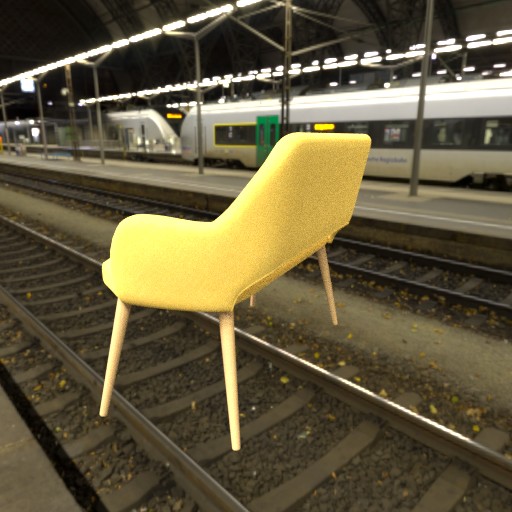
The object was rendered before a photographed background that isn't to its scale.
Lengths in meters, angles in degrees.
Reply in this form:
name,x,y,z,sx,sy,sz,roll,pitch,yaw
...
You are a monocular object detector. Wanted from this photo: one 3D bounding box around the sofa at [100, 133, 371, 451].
name,x,y,z,sx,sy,sz,roll,pitch,yaw
sofa,0.000,0.000,1.582,0.610,0.840,1.150,7,17,25
